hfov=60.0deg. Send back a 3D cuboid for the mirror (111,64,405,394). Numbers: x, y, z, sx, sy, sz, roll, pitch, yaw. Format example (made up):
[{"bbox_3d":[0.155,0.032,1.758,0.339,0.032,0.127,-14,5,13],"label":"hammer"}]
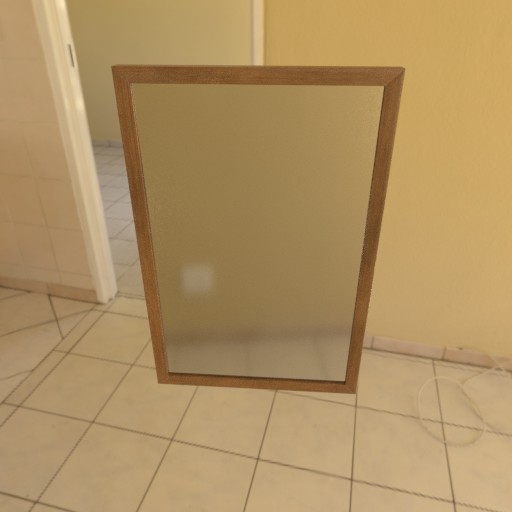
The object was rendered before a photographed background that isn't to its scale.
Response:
[{"bbox_3d":[0.000,0.000,1.156,0.609,0.915,0.040,2,29,4],"label":"mirror"}]
